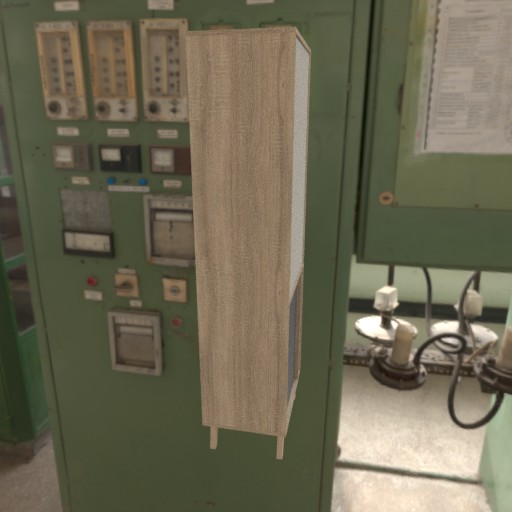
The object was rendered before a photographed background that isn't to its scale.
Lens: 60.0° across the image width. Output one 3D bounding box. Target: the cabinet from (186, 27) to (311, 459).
[{"bbox_3d":[0.000,0.000,2.105,0.400,1.850,0.570,4,18,11],"label":"cabinet"}]
